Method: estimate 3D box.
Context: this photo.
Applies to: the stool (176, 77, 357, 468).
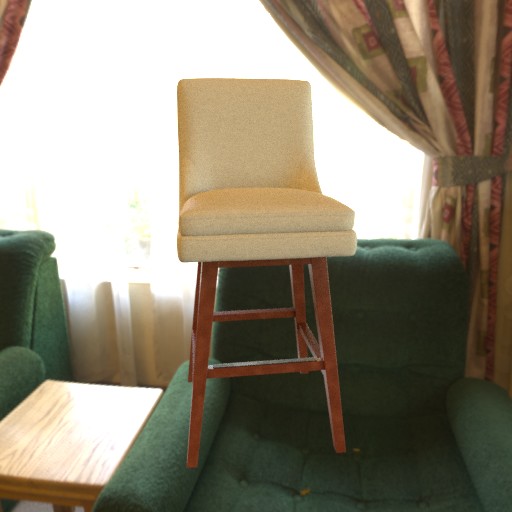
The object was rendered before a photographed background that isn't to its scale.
[{"bbox_3d":[0.000,0.000,1.389,0.470,1.092,0.559,-2,16,-8],"label":"stool"}]
